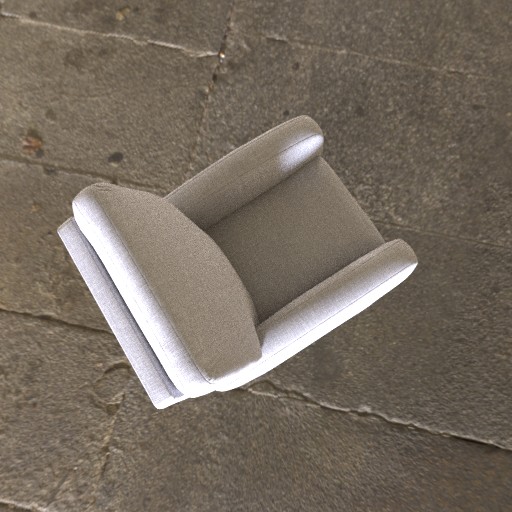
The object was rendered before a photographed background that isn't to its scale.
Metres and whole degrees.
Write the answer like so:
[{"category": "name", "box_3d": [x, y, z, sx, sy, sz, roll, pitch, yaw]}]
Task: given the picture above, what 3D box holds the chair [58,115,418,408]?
[{"category": "chair", "box_3d": [0.000, 0.000, 1.664, 0.990, 0.990, 0.762, -32, 78, -8]}]
